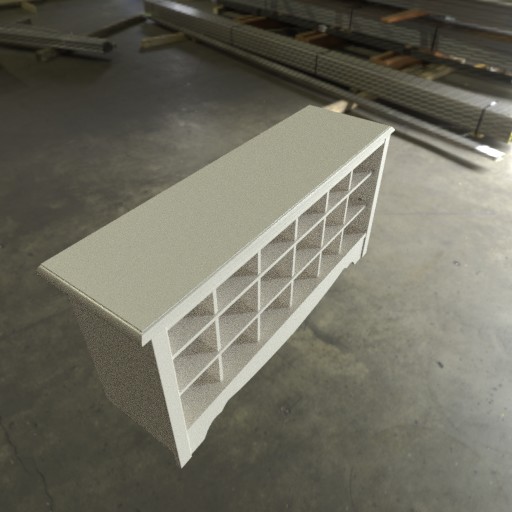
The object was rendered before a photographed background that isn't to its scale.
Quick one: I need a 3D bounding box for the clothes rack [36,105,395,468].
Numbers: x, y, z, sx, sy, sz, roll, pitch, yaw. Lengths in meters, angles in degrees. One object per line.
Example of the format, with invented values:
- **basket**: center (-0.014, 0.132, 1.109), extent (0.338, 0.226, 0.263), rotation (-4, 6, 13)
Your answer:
- **clothes rack**: center (0.000, 0.000, 1.364), extent (0.324, 0.531, 1.120), rotation (25, 46, 27)
